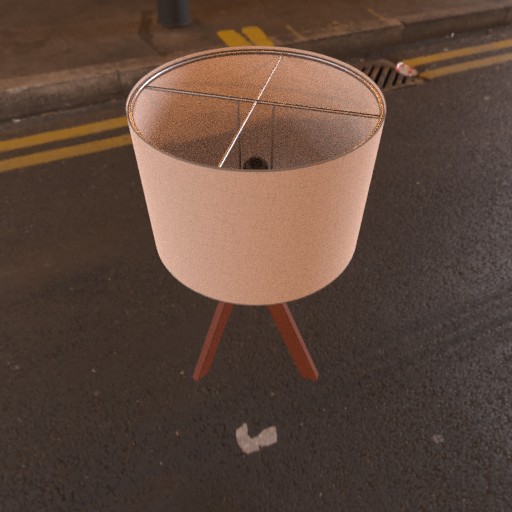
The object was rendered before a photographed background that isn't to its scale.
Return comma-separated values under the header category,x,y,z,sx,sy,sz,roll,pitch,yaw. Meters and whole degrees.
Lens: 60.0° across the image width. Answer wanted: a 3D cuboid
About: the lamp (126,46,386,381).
category,x,y,z,sx,sy,sz,roll,pitch,yaw
lamp,0.000,0.000,0.904,0.380,0.686,0.380,11,47,10
